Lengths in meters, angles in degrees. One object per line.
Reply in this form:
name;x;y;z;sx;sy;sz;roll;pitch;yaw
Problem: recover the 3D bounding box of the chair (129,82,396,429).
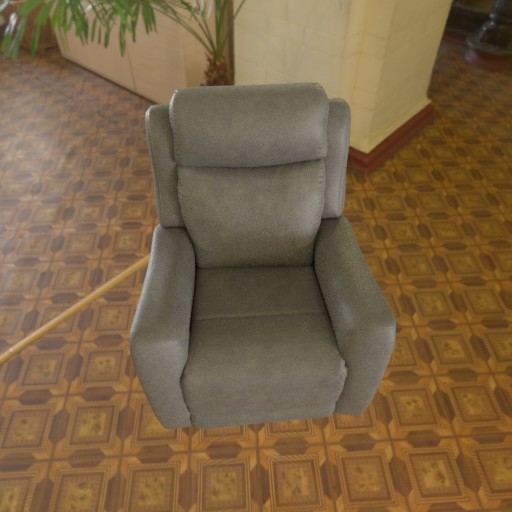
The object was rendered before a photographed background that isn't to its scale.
chair;0.000;0.000;1.919;0.965;1.116;1.068;-3;46;-3
